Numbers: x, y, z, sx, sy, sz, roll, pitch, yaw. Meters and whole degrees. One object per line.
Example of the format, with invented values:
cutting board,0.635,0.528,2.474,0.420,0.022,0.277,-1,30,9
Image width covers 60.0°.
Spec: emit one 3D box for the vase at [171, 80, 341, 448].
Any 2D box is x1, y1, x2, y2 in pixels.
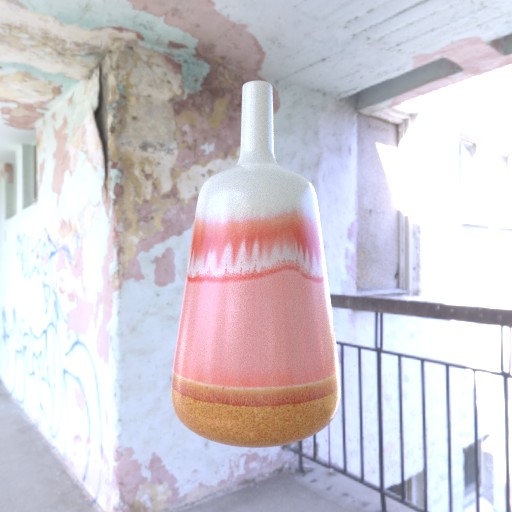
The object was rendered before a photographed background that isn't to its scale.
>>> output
vase,0.000,0.000,0.385,0.144,0.296,0.144,0,-1,0
